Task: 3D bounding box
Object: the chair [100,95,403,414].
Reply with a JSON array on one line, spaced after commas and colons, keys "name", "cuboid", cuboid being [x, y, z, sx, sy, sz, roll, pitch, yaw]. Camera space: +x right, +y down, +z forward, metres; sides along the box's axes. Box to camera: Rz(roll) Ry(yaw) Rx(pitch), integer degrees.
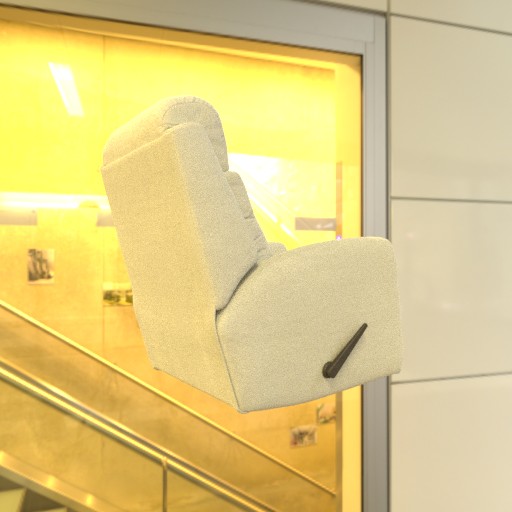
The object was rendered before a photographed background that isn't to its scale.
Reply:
[{"name": "chair", "cuboid": [0.000, 0.000, 1.764, 1.043, 1.013, 0.798, 0, 0, -36]}]
